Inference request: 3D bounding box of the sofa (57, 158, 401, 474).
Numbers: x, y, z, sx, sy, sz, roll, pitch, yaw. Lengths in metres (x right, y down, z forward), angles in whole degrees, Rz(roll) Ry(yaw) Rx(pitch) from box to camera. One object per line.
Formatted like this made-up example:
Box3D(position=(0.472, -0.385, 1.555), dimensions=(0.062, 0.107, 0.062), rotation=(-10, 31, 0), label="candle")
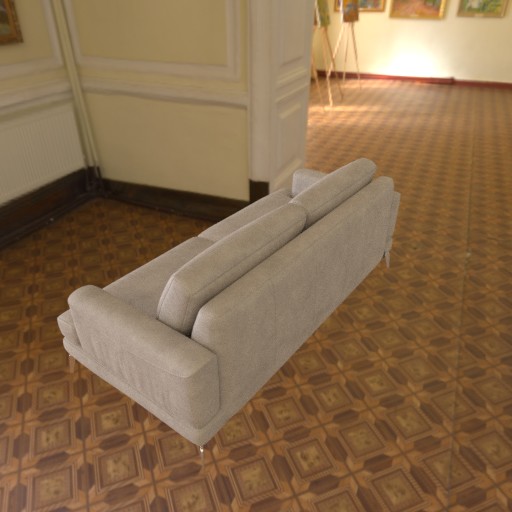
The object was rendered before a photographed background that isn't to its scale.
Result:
Box3D(position=(0.000, 0.000, 2.559), dimensions=(0.980, 0.830, 2.013), rotation=(21, 38, 31), label="sofa")
